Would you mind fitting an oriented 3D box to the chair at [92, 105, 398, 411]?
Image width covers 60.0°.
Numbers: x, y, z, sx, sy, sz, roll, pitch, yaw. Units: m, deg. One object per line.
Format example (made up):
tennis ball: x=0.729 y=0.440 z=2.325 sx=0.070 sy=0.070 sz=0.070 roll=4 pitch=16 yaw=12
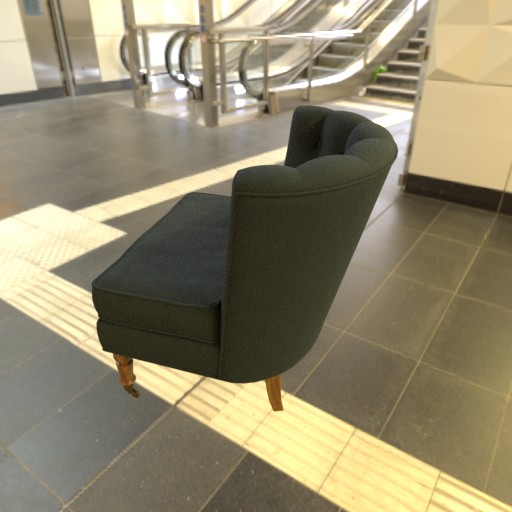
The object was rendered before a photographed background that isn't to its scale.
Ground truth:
chair: x=0.000 y=0.000 z=1.333 sx=0.718 sy=0.771 sz=0.740 roll=8 pitch=31 yaw=13
